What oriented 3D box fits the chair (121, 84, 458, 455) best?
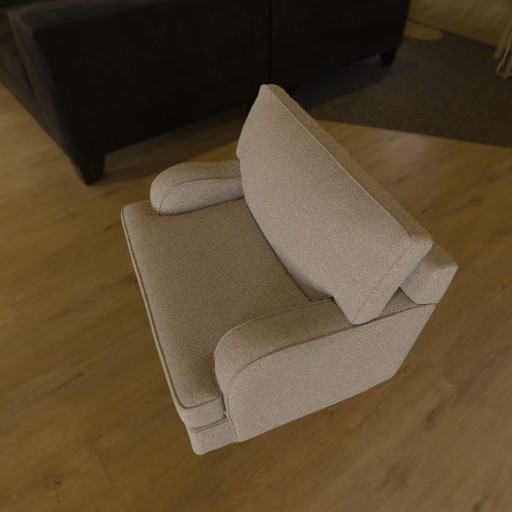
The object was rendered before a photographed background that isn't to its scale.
[{"bbox_3d":[0.000,0.000,1.983,1.040,1.016,1.220,-16,47,-15],"label":"chair"}]
